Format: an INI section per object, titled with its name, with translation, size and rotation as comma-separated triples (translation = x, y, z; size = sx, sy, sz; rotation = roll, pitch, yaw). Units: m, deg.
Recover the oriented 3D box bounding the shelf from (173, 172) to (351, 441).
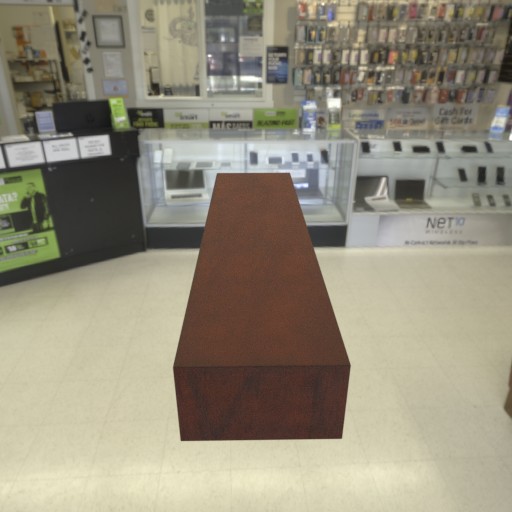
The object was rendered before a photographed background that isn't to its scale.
[shelf]
translation = 0.000, 0.000, 0.669
size = 0.152, 0.088, 0.607
rotation = 0, 26, -1
